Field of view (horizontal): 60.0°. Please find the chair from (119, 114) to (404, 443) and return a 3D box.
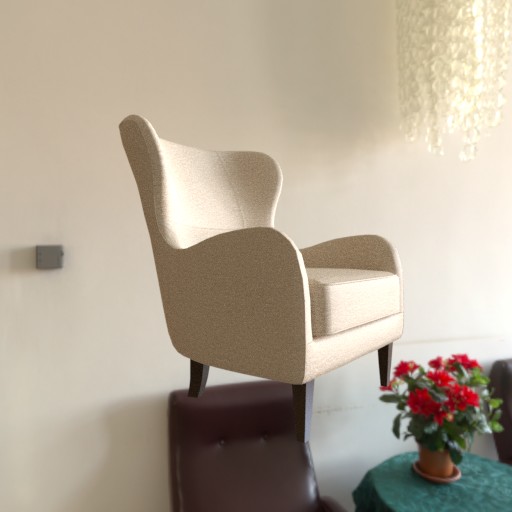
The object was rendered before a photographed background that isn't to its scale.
[{"bbox_3d":[0.000,0.000,1.799,0.984,1.064,0.861,1,1,37],"label":"chair"}]
